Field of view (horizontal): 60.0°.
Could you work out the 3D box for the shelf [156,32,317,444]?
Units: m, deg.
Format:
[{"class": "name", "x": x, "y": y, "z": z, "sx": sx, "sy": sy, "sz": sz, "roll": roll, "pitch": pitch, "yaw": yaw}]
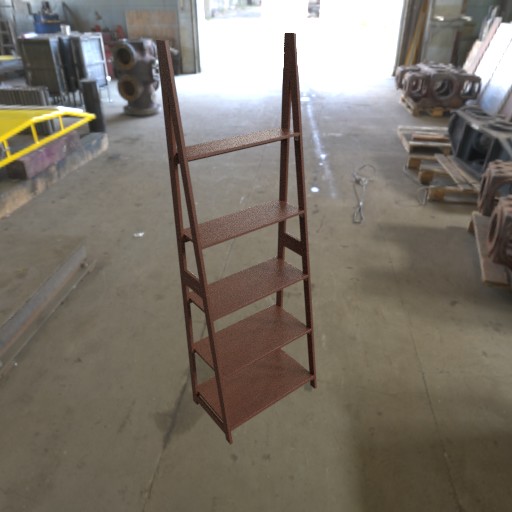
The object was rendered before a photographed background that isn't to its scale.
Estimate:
[{"class": "shelf", "x": 0.000, "y": 0.000, "z": 2.002, "sx": 0.600, "sy": 1.770, "sz": 0.350, "roll": -22, "pitch": 37, "yaw": -32}]
